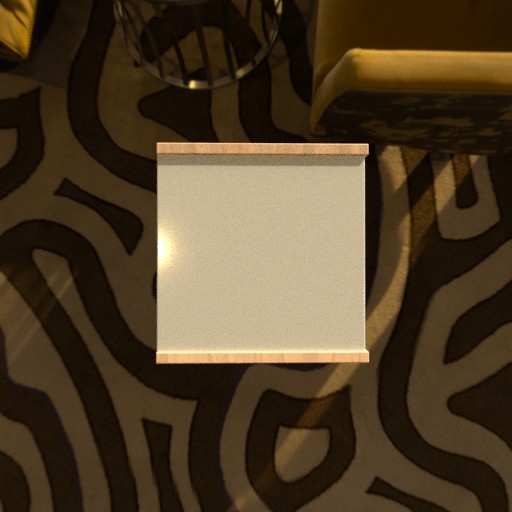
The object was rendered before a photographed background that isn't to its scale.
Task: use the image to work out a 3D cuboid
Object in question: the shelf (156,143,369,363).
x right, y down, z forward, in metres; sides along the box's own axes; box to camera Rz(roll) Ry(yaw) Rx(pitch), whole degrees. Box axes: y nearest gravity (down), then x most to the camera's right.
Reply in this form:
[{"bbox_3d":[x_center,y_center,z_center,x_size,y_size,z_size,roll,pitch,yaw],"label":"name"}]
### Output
[{"bbox_3d":[0.000,0.000,1.054,0.290,0.900,0.300,0,89,-1],"label":"shelf"}]
